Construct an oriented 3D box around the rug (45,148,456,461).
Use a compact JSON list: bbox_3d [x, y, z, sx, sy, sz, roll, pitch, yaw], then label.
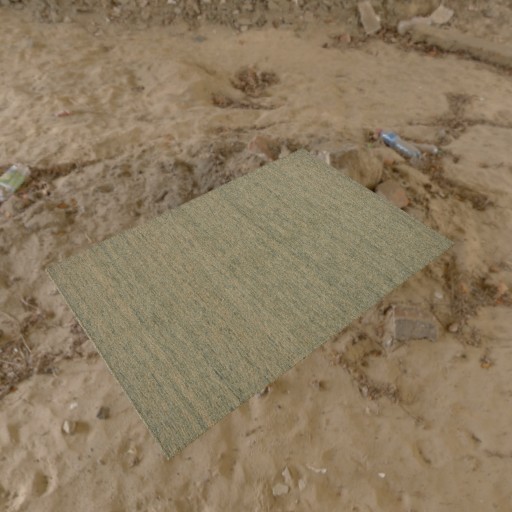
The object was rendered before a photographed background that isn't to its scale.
[{"bbox_3d":[0.000,0.000,2.958,2.283,0.013,1.547,-30,53,-26],"label":"rug"}]
